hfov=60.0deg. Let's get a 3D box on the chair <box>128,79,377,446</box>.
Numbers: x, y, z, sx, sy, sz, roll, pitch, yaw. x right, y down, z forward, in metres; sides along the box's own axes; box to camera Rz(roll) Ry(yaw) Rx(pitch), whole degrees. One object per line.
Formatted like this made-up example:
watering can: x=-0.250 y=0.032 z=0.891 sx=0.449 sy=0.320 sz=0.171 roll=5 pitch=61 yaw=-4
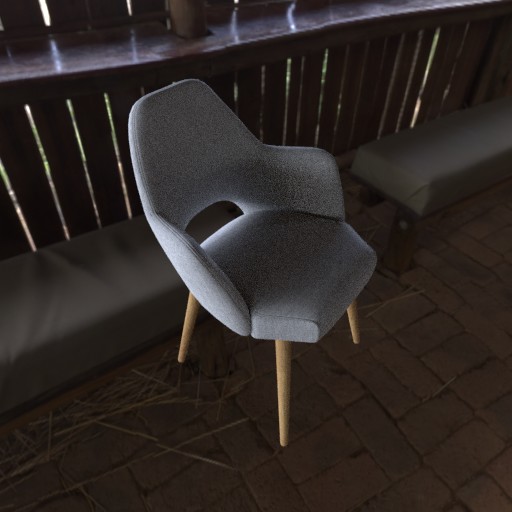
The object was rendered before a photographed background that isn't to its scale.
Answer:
chair: x=0.000 y=0.000 z=1.271 sx=0.610 sy=0.840 sz=0.590 roll=26 pitch=47 yaw=27
